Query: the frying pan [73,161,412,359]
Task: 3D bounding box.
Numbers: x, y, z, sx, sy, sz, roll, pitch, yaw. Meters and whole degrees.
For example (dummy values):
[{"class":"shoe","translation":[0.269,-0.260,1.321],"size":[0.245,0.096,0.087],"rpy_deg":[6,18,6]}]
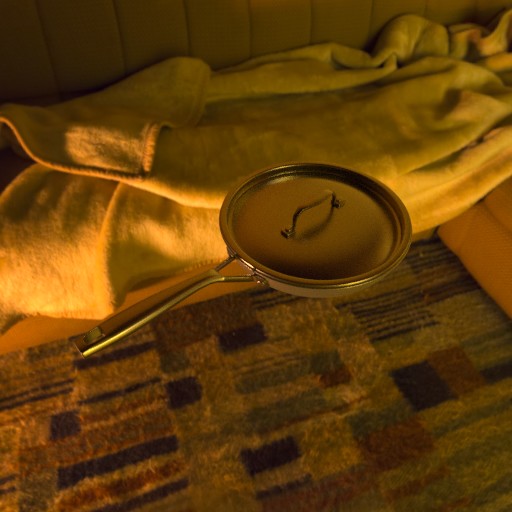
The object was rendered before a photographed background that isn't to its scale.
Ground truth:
[{"class":"frying pan","translation":[0.000,0.000,0.592],"size":[0.490,0.086,0.272],"rpy_deg":[-31,53,-27]}]
